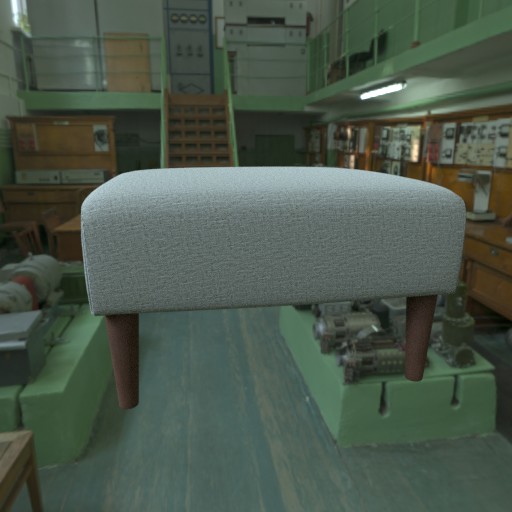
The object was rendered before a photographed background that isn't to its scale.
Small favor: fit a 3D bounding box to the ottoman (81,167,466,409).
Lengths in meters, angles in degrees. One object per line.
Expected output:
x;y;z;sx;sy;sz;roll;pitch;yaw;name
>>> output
0.000;0.000;1.041;0.650;0.398;0.649;-2;14;-9;ottoman
